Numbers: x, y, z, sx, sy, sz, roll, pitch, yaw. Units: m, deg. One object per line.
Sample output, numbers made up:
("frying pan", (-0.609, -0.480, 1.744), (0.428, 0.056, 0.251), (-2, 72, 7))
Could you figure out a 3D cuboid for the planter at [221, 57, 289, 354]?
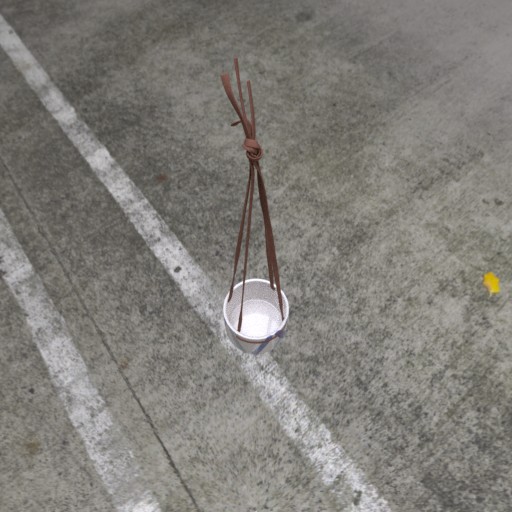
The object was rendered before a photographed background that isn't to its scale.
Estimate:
("planter", (0.000, 0.000, 0.812), (0.153, 0.753, 0.157), (-33, 65, -17))
